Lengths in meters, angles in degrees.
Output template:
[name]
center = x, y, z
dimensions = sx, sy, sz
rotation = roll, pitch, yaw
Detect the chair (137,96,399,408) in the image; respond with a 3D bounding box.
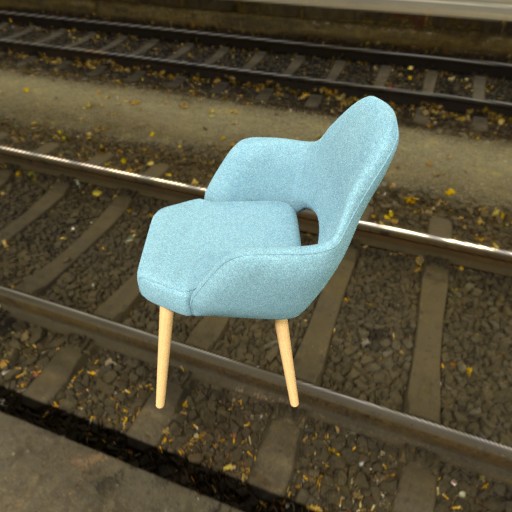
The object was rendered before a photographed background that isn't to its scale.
[chair]
center = 0.000, 0.000, 1.343
dimensions = 0.666, 0.920, 0.589
rotation = 0, 41, -1
